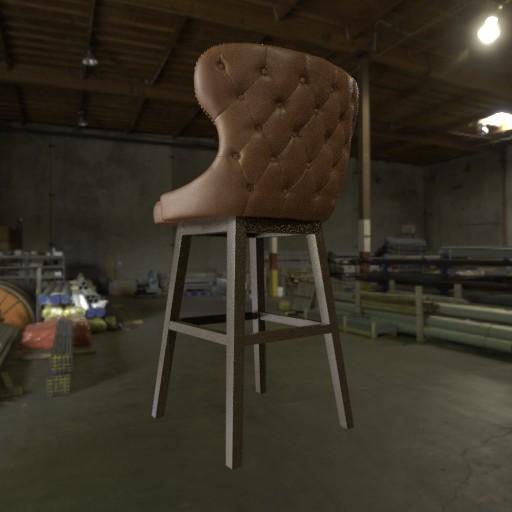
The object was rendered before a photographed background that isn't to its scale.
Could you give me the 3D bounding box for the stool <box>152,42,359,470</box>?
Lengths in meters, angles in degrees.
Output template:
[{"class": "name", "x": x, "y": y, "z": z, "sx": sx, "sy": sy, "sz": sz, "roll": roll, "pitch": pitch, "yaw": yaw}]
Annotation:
[{"class": "stool", "x": 0.000, "y": 0.000, "z": 1.427, "sx": 0.591, "sy": 1.087, "sz": 0.606, "roll": 0, "pitch": 0, "yaw": -37}]
